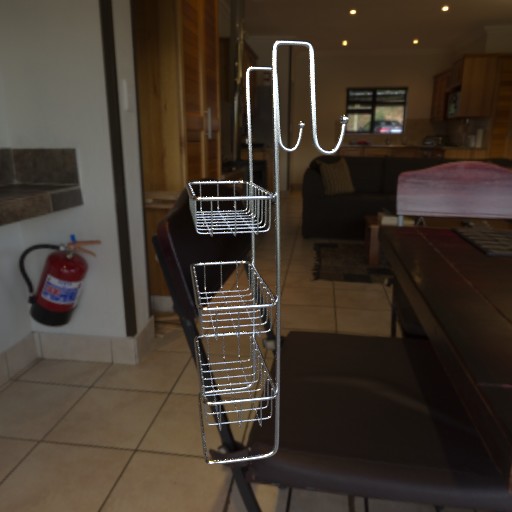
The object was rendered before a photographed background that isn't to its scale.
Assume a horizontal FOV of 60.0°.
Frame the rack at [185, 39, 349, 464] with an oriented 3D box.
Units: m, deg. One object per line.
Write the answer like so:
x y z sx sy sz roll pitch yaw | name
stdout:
0.000 0.000 0.683 0.202 0.574 0.228 -3 15 -10 | rack
